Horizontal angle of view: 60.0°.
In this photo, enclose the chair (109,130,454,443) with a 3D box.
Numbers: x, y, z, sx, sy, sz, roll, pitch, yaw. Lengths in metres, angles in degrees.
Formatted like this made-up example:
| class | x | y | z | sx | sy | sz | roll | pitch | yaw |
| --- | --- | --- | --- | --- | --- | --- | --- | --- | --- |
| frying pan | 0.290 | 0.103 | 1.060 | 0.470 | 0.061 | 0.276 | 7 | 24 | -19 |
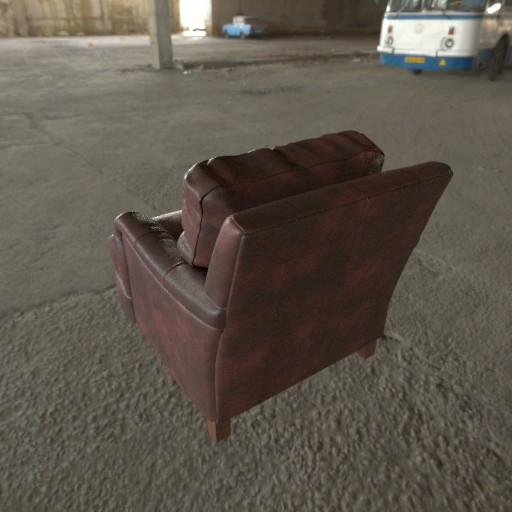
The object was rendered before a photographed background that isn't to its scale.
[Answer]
| class | x | y | z | sx | sy | sz | roll | pitch | yaw |
| --- | --- | --- | --- | --- | --- | --- | --- | --- | --- |
| chair | 0.000 | 0.000 | 1.932 | 0.987 | 1.051 | 1.156 | -19 | 34 | -30 |
